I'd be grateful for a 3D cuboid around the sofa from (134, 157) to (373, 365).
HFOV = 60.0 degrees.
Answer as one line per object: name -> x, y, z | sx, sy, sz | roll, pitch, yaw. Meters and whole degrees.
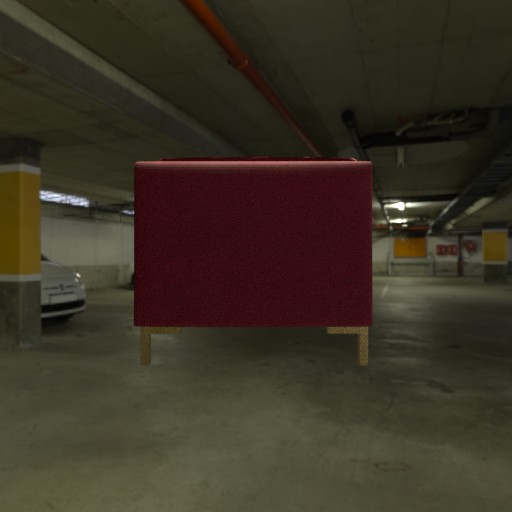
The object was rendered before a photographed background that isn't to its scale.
sofa -> 0.000, 0.000, 2.449 | 0.796, 0.705, 2.102 | 0, 0, 0
